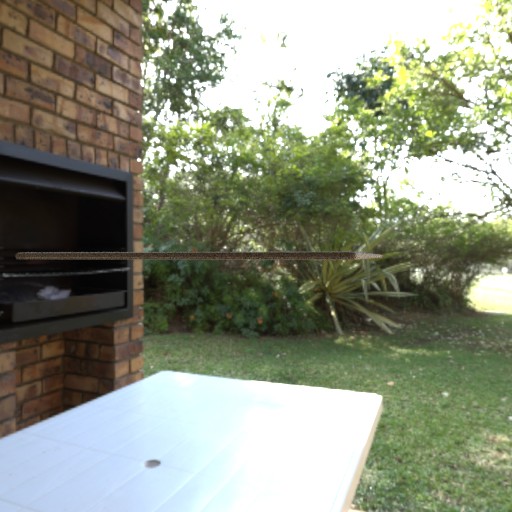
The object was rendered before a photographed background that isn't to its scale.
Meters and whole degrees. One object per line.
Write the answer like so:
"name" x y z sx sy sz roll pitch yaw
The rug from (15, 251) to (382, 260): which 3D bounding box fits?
"rug" 0.000 0.000 2.933 1.524 0.030 2.438 0 0 18
